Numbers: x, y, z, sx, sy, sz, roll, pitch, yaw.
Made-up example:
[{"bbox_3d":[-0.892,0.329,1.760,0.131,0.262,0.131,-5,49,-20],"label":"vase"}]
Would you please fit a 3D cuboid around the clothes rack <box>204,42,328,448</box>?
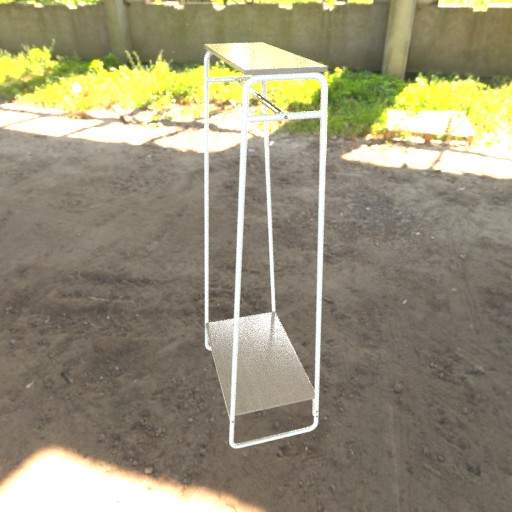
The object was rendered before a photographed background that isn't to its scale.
[{"bbox_3d":[0.000,0.000,1.806,0.400,1.512,0.640,-8,32,-13],"label":"clothes rack"}]
